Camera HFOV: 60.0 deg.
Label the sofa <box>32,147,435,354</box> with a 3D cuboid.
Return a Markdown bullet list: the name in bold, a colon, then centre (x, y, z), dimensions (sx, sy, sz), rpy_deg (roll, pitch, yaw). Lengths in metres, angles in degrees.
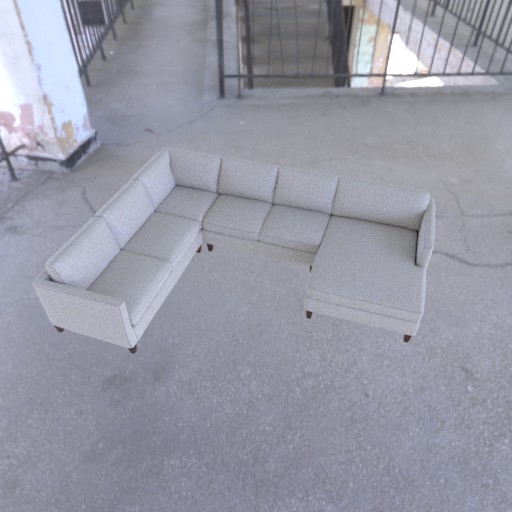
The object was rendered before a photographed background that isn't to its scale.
- **sofa**: centre (0.000, 0.000, 4.575), dimensions (3.403, 0.889, 2.551), rpy_deg (12, 43, 14)
